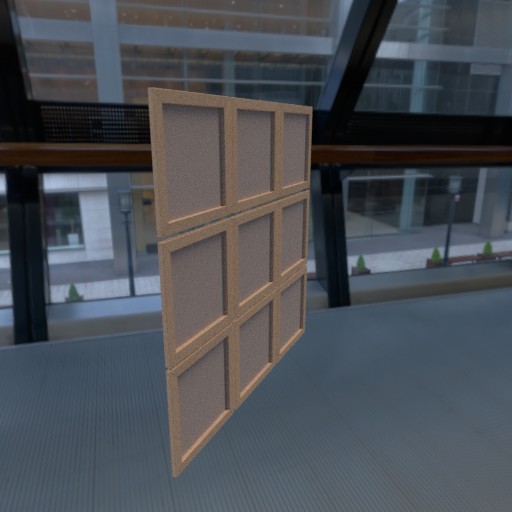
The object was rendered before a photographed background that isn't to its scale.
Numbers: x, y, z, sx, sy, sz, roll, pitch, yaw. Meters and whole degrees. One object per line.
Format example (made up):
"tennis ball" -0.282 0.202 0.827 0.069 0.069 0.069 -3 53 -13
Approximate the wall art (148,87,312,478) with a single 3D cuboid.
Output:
"wall art" 0.000 0.000 1.372 0.012 0.910 0.917 8 18 25
